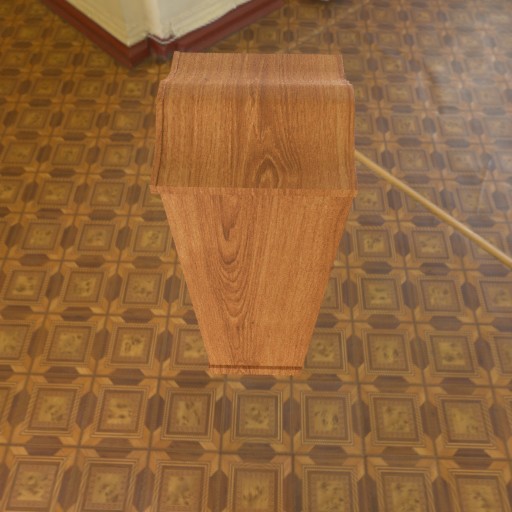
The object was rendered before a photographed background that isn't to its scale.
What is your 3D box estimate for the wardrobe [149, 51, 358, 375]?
[{"bbox_3d":[0.000,0.000,2.089,0.570,1.870,0.590,1,59,1],"label":"wardrobe"}]
